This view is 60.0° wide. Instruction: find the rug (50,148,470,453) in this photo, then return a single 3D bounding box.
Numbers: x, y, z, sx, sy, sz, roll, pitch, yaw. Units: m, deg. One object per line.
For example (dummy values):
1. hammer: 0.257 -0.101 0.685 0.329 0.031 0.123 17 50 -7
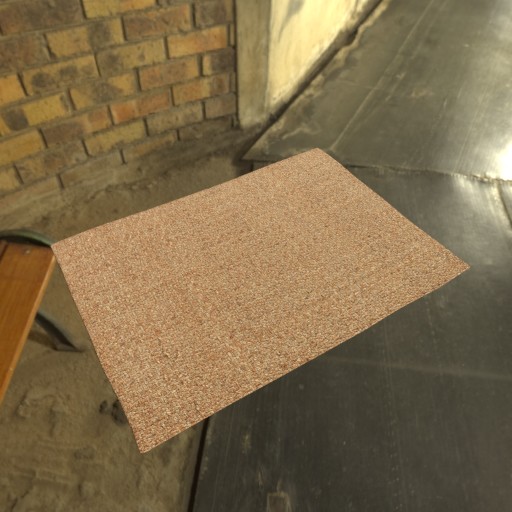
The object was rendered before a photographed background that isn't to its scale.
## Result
1. rug: 0.000 0.000 2.770 2.141 0.013 1.566 -24 51 -21
